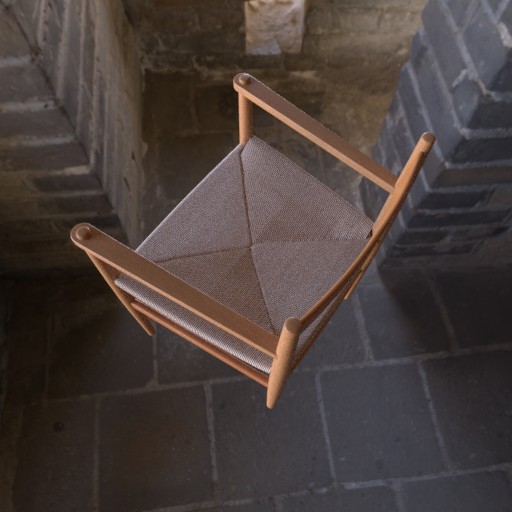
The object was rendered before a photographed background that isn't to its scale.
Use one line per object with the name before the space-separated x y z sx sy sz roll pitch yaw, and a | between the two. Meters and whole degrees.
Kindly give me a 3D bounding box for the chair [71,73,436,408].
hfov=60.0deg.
chair | 0.000 0.000 1.097 0.495 0.762 0.556 33 68 16
